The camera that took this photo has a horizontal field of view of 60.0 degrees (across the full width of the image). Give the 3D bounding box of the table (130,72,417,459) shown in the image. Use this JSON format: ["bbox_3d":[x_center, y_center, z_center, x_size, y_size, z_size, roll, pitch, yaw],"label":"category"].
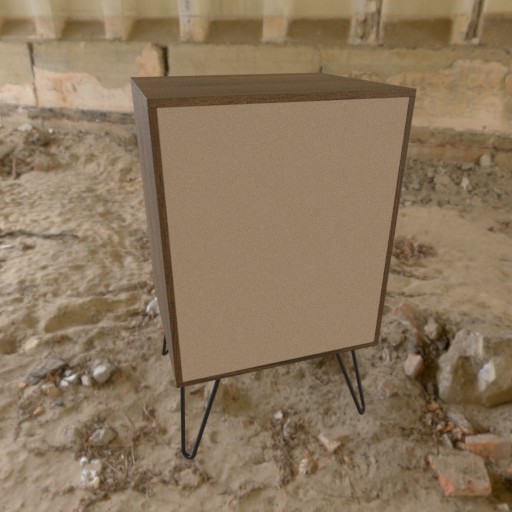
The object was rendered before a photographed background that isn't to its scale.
[{"bbox_3d":[0.000,0.000,1.182,0.526,0.866,0.457,-8,27,-16],"label":"table"}]
